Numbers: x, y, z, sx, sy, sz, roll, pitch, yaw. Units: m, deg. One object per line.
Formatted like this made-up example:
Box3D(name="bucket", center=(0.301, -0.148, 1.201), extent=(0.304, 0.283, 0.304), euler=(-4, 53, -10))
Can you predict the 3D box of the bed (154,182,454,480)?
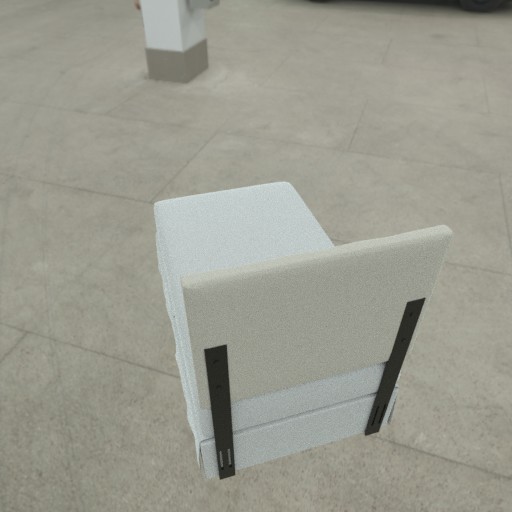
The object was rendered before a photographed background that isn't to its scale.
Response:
Box3D(name="bed", center=(0.000, 0.000, 2.918), extent=(1.261, 1.571, 1.997), euler=(-11, 41, -13))
